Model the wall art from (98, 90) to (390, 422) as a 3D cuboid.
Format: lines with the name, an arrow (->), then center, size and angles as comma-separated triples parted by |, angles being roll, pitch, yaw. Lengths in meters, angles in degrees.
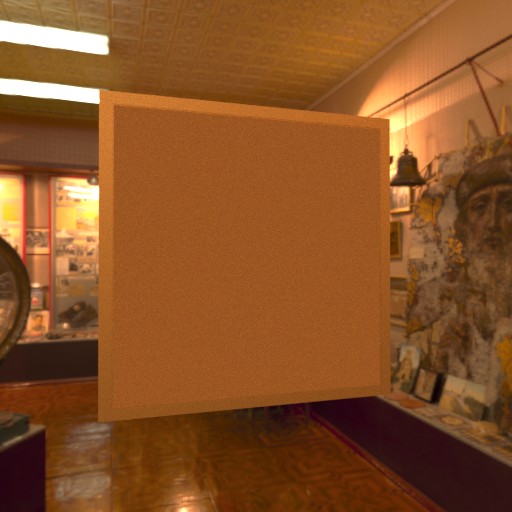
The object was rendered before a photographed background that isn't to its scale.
wall art -> 0.000, 0.000, 2.882 | 1.926, 1.926, 0.099 | 0, -1, -16
